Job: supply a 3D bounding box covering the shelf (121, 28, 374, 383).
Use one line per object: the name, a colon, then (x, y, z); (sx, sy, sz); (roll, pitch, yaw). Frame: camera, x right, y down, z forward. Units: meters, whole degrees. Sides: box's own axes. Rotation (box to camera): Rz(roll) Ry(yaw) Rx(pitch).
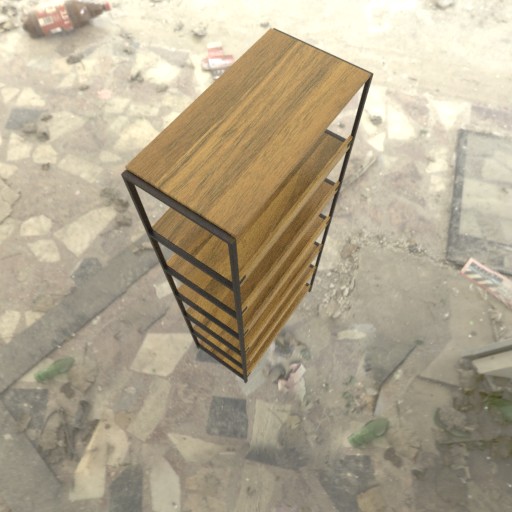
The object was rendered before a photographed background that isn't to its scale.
shelf: (0.000, 0.000, 2.362); (0.431, 2.015, 0.847); (32, 67, 15)
